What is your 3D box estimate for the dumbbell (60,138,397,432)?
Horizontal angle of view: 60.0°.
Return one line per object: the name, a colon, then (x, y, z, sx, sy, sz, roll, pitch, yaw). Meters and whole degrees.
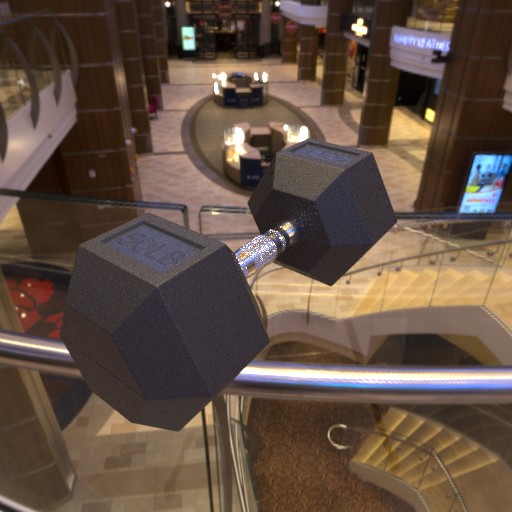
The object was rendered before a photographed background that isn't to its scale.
dumbbell: (0.000, 0.000, 0.459, 0.173, 0.150, 0.384, 22, 39, 31)
